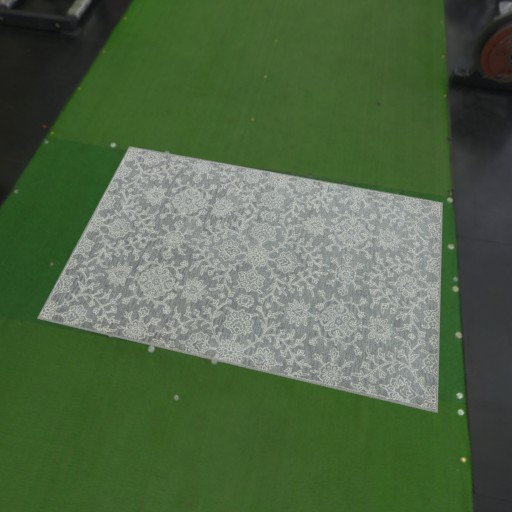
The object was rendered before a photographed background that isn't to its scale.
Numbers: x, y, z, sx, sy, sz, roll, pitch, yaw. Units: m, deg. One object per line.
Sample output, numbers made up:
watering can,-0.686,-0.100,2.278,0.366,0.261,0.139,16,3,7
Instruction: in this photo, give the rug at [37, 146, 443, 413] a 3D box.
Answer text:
rug,0.000,0.000,2.987,2.430,0.010,1.515,12,59,7
